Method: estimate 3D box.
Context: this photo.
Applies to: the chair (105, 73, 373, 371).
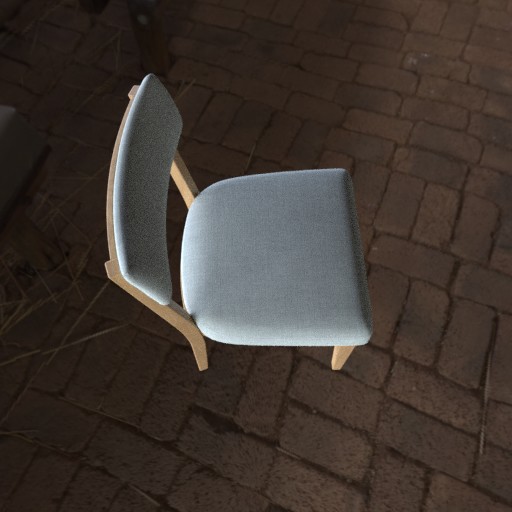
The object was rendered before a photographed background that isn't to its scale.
[{"bbox_3d":[0.000,0.000,1.213,0.572,0.832,0.508,-1,64,-1],"label":"chair"}]
